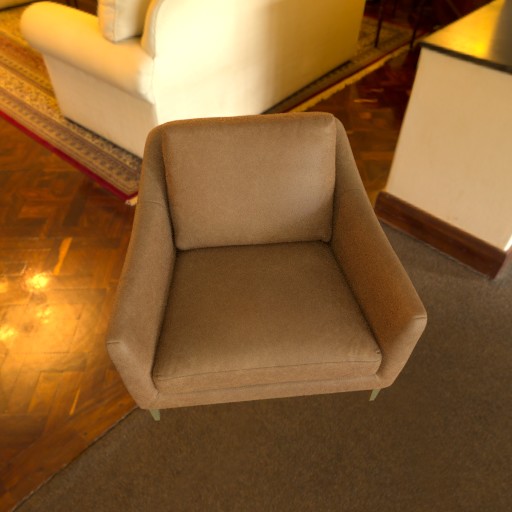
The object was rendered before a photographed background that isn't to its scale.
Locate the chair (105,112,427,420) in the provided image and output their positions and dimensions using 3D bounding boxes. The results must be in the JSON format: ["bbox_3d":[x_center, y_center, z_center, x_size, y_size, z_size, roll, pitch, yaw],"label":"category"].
[{"bbox_3d":[0.000,0.000,1.746,0.988,0.895,0.963,-4,46,-4],"label":"chair"}]
